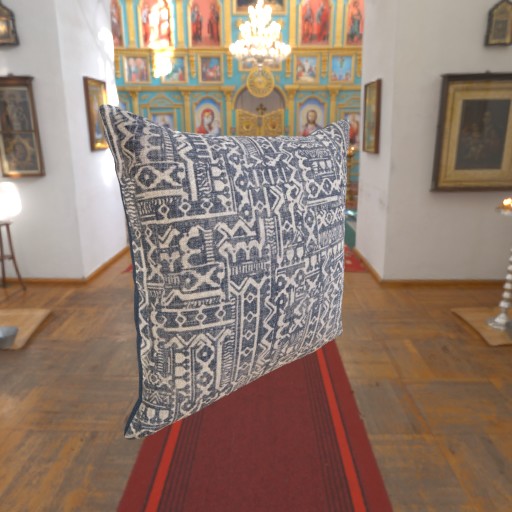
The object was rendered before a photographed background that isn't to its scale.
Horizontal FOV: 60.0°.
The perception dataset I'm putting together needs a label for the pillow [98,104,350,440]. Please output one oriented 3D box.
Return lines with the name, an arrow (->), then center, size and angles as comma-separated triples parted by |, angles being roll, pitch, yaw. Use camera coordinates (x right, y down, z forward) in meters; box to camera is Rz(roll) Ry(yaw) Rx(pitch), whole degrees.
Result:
pillow -> 0.000, 0.000, 0.789 | 0.546, 0.487, 0.180 | -13, 19, -43
